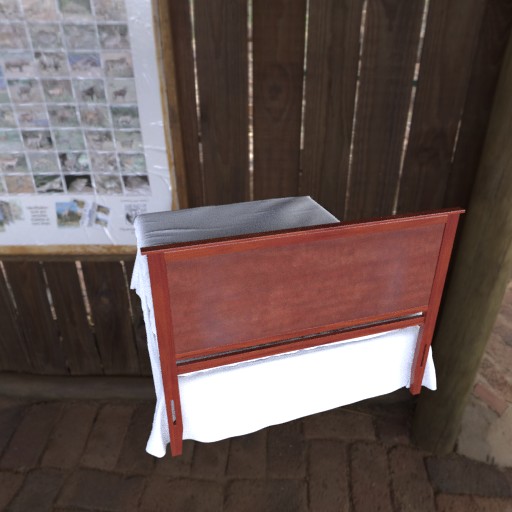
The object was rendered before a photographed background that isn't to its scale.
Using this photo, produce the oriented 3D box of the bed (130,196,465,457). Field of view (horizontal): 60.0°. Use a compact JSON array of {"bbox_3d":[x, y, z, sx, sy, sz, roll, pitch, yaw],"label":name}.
[{"bbox_3d":[0.000,0.000,3.233,1.870,1.270,2.050,-8,28,-16],"label":"bed"}]
